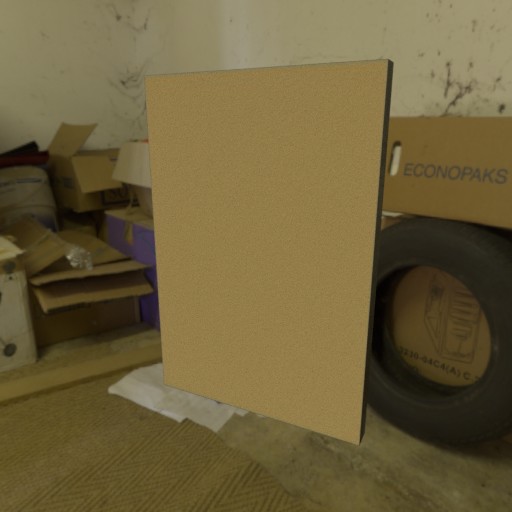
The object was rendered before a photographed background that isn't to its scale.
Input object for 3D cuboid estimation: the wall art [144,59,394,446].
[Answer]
[{"bbox_3d":[0.000,0.000,0.586,0.313,0.457,0.031,8,18,26],"label":"wall art"}]
